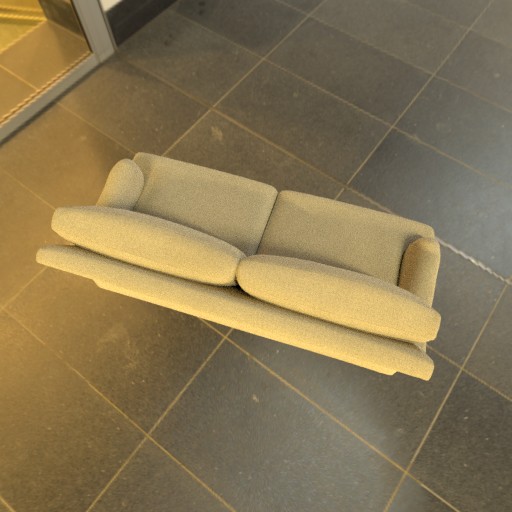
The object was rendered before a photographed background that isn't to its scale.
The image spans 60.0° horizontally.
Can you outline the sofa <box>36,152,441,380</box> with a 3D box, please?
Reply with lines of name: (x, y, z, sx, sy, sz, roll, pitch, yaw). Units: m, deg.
sofa: (0.000, 0.000, 2.688, 2.070, 0.997, 1.091, 16, 65, 7)
